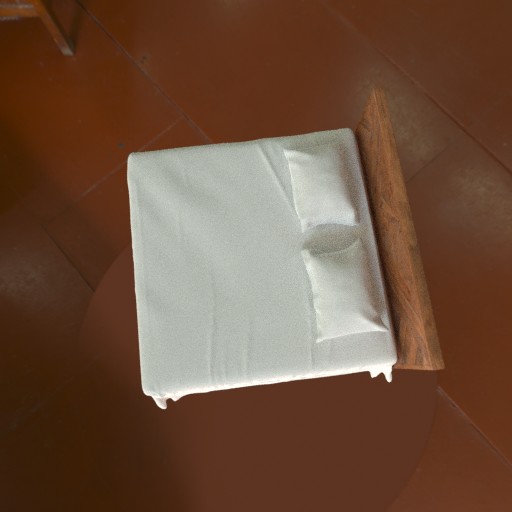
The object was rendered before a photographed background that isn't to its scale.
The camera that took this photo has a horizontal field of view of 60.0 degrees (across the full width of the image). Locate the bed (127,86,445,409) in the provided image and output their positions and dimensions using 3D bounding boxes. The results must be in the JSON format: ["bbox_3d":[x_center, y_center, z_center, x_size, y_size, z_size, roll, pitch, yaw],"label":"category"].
[{"bbox_3d":[0.000,0.000,3.528,2.165,1.158,2.255,-7,77,-2],"label":"bed"}]
